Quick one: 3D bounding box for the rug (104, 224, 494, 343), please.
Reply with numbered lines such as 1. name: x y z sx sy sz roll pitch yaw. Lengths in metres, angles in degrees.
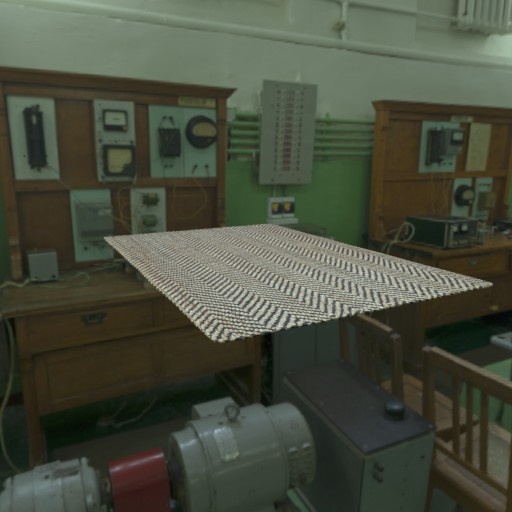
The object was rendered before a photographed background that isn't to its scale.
1. rug: 0.000 0.000 2.282 1.219 0.008 1.828 -7 14 -27
